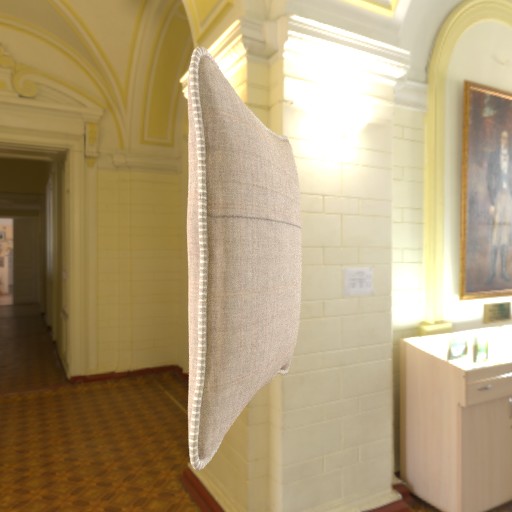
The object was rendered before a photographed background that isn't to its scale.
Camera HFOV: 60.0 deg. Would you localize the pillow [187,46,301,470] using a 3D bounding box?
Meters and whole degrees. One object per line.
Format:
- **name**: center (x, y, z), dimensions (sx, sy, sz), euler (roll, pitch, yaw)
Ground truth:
- **pillow**: center (0.000, 0.000, 0.722), dimensions (0.124, 0.494, 0.485), euler (0, 0, 17)
